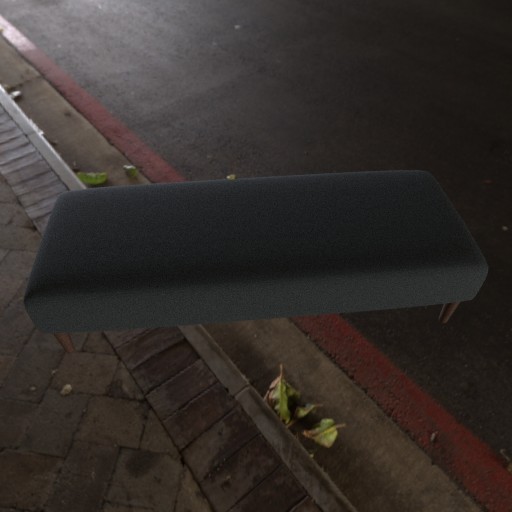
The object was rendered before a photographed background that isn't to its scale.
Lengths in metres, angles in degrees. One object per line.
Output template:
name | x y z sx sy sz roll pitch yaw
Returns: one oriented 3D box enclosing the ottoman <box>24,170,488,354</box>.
ottoman | 0.000 0.000 1.828 1.609 0.393 0.646 -4 46 -4
